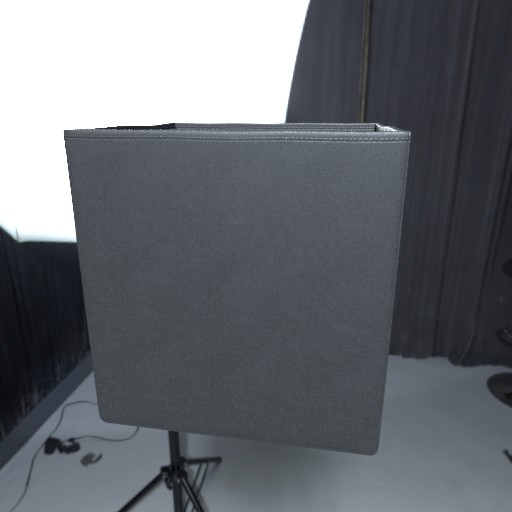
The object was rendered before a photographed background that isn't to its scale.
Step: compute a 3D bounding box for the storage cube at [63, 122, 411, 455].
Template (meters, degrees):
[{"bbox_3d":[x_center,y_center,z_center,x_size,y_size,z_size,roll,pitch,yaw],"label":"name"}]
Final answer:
[{"bbox_3d":[0.000,0.000,0.494,0.270,0.280,0.270,3,18,9],"label":"storage cube"}]
